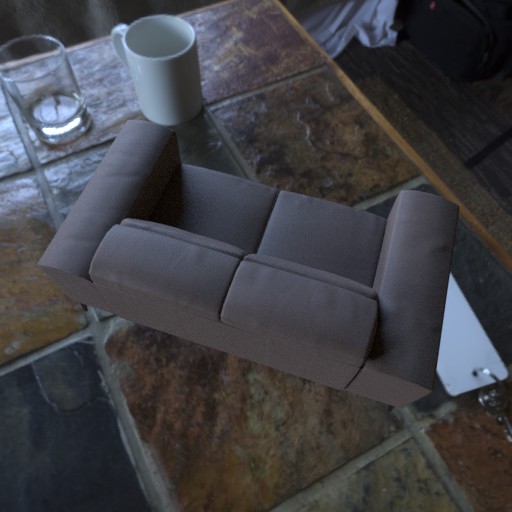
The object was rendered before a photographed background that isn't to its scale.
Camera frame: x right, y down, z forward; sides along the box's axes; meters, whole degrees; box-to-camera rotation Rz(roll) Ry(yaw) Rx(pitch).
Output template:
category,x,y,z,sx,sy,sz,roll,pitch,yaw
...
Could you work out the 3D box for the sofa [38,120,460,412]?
category,x,y,z,sx,sy,sz,roll,pitch,yaw
sofa,0.000,0.000,2.382,1.895,0.779,1.003,16,64,8
